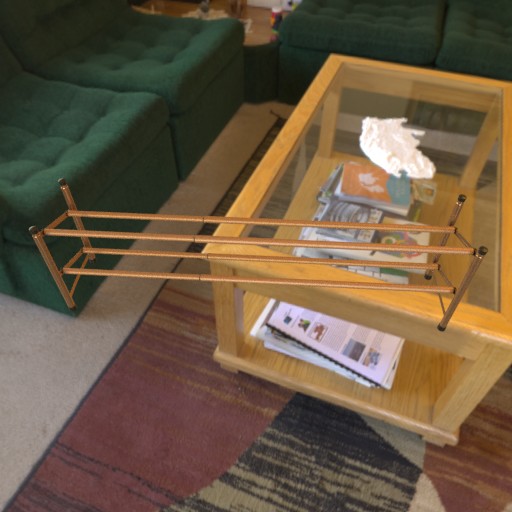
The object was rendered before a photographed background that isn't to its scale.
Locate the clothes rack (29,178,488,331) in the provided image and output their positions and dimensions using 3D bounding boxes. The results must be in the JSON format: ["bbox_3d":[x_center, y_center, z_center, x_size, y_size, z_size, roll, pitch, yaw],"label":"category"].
[{"bbox_3d":[0.000,0.000,1.320,1.168,0.349,0.229,3,47,3],"label":"clothes rack"}]
